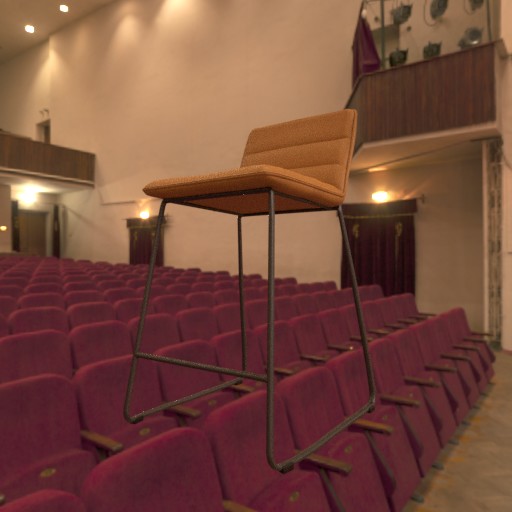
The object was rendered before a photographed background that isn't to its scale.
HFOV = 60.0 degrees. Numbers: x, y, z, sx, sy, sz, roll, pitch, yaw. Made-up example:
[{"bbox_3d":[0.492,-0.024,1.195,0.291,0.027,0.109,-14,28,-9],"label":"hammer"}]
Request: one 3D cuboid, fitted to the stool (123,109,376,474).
[{"bbox_3d":[0.000,0.000,1.200,0.489,0.866,0.524,0,-1,36],"label":"stool"}]
